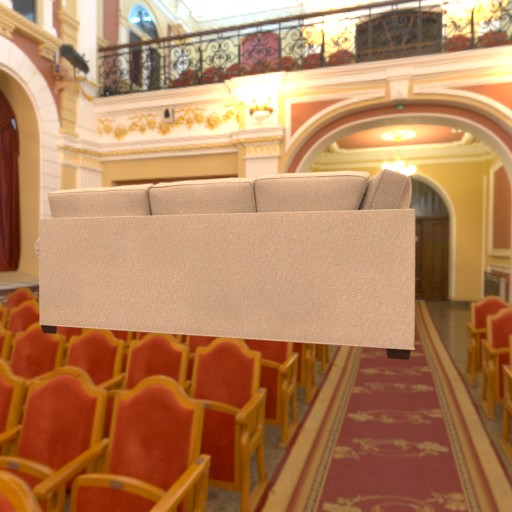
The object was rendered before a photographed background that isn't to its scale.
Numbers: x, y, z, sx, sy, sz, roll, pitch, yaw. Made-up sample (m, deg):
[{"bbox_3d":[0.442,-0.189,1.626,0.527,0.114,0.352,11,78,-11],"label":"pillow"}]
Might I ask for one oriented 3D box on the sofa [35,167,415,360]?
[{"bbox_3d":[0.000,0.000,3.888,2.569,1.054,2.487,0,1,18],"label":"sofa"}]
